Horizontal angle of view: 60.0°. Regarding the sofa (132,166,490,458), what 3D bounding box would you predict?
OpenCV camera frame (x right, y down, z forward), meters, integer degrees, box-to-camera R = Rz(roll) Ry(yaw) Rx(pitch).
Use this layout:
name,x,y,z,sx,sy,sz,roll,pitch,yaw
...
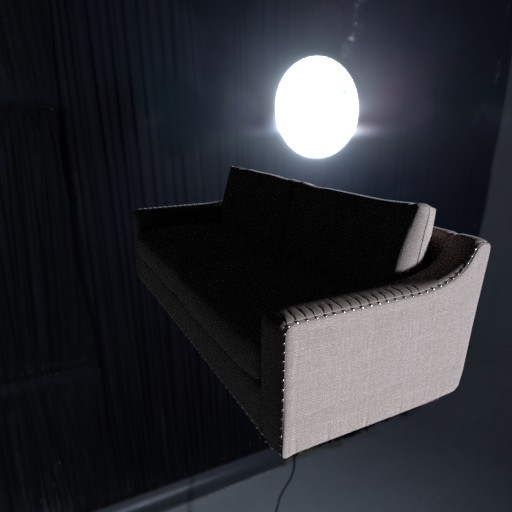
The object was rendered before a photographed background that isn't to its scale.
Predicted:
name,x,y,z,sx,sy,sz,roll,pitch,yaw
sofa,0.000,0.000,2.574,1.000,0.857,2.208,-8,19,-26
